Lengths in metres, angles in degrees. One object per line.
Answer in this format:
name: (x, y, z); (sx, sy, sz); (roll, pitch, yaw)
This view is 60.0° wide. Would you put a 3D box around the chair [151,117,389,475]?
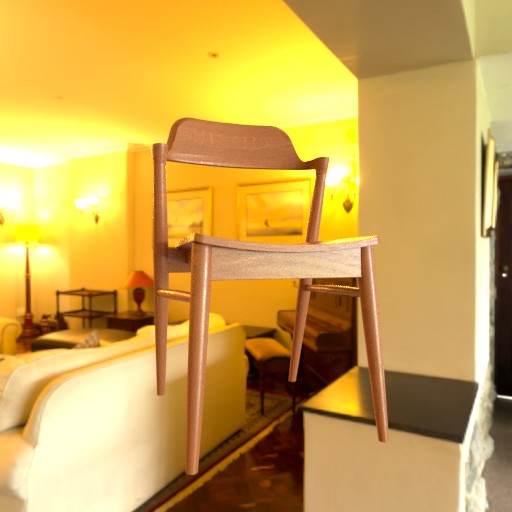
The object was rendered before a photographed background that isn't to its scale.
chair: (0.000, 0.000, 1.117); (0.496, 0.801, 0.499); (0, 0, -19)
